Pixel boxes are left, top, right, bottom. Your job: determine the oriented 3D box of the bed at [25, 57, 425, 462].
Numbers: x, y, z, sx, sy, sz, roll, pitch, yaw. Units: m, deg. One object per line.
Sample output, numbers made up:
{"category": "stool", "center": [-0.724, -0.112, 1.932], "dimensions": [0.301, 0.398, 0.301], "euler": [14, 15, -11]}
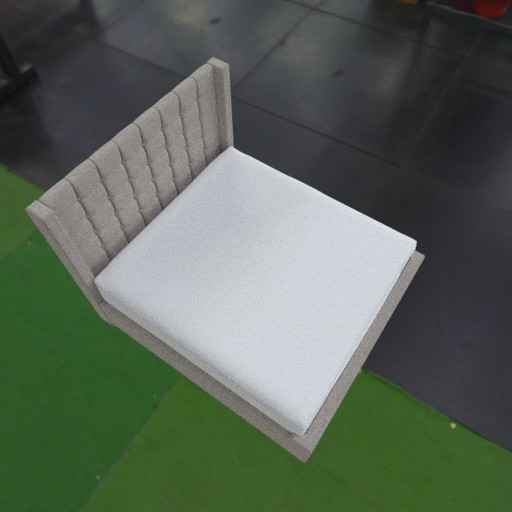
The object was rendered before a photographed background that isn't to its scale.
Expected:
{"category": "bed", "center": [0.000, 0.000, 3.765], "dimensions": [2.372, 1.748, 2.044], "euler": [30, 62, 18]}
